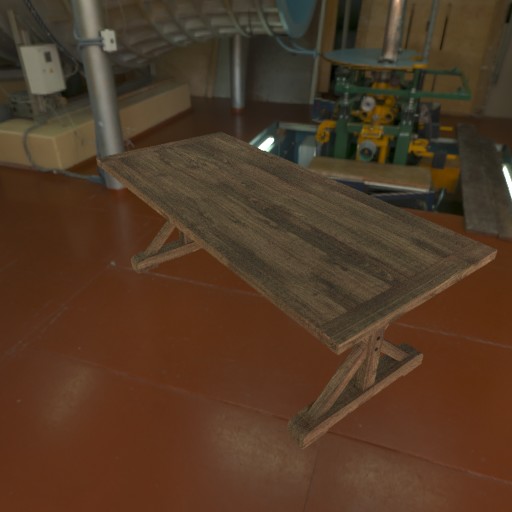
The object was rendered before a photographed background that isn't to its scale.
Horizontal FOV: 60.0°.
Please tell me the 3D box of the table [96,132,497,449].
[{"bbox_3d":[0.000,0.000,2.435,0.907,0.733,2.031,-22,38,-31],"label":"table"}]
